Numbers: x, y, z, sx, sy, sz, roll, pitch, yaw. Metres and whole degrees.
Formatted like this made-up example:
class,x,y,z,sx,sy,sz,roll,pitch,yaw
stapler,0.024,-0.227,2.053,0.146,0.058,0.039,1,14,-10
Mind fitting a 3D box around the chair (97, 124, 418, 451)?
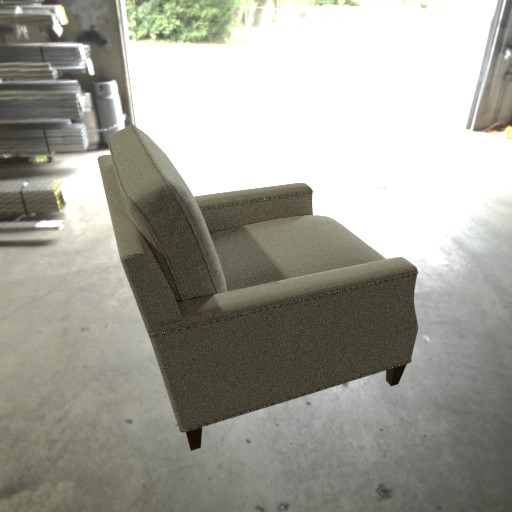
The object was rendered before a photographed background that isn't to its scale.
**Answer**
class,x,y,z,sx,sy,sz,roll,pitch,yaw
chair,0.000,0.000,1.717,1.014,0.943,0.853,-11,32,-18
